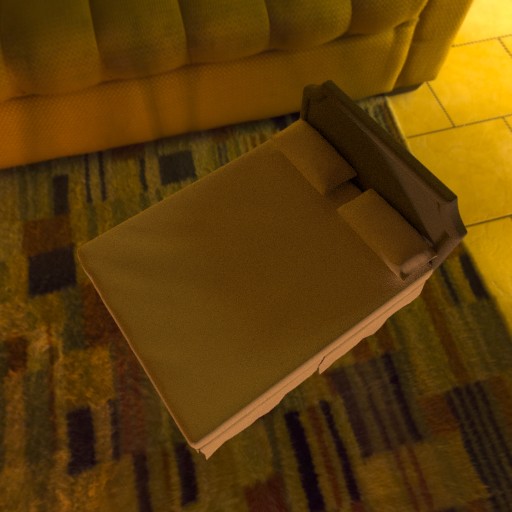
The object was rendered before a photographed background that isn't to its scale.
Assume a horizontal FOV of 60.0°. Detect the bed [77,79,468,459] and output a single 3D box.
[{"bbox_3d":[0.000,0.000,3.598,2.464,1.306,1.977,-33,68,-15],"label":"bed"}]
